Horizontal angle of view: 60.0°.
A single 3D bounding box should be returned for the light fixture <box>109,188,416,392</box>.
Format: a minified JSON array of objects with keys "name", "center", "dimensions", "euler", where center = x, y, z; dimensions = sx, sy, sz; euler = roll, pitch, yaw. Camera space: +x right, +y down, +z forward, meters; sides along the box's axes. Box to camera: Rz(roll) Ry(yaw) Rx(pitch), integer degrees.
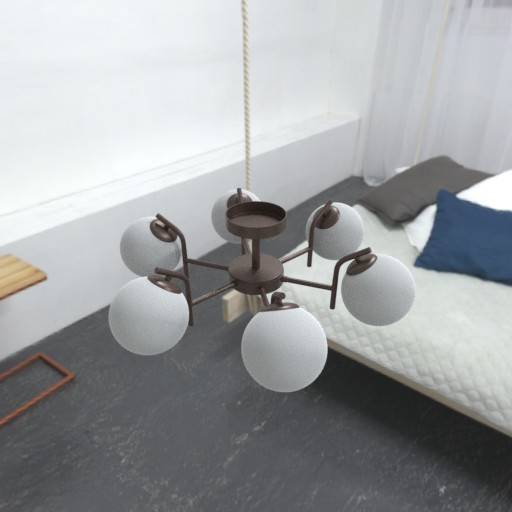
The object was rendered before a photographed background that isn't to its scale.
[{"name":"light fixture","center":[0.000,0.000,0.952],"dimensions":[0.662,0.201,0.662],"euler":[0,31,0]}]
